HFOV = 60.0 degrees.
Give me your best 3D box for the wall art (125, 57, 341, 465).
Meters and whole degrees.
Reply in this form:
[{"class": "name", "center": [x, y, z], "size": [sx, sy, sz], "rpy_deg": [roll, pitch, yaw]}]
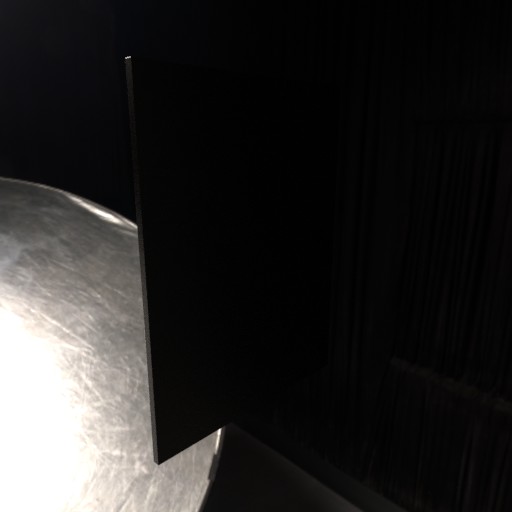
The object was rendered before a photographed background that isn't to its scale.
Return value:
[{"class": "wall art", "center": [0.000, 0.000, 0.765], "size": [0.013, 0.582, 0.442], "rpy_deg": [14, 21, 43]}]
